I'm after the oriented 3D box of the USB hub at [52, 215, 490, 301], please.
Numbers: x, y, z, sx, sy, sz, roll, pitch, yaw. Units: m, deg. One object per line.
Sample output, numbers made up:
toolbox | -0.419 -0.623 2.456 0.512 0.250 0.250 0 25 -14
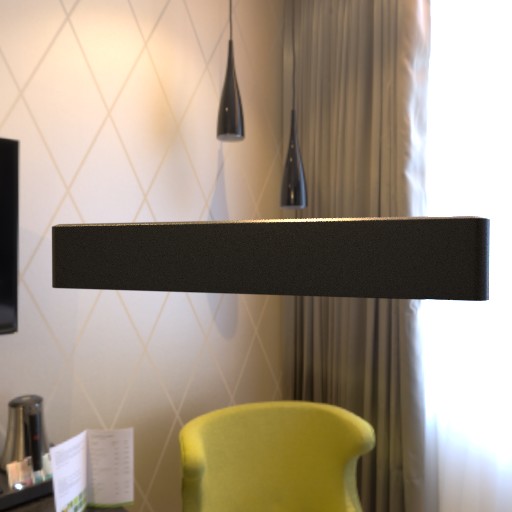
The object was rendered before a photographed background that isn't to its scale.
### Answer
USB hub | 0.000 0.000 0.159 0.145 0.023 0.044 0 1 17
